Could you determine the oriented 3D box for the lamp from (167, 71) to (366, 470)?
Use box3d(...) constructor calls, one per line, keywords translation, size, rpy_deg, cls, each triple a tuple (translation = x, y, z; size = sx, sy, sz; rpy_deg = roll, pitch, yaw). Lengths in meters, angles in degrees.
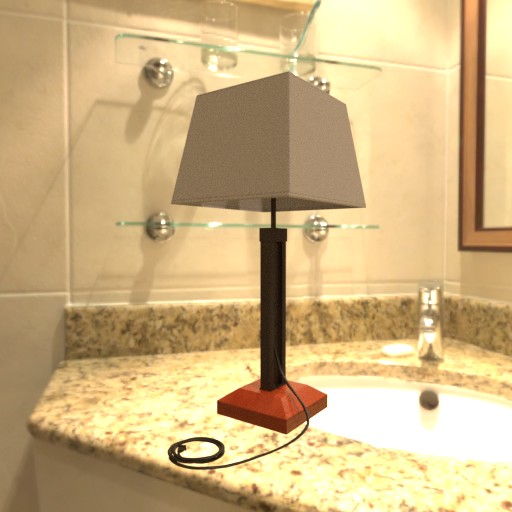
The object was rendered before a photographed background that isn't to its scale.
box3d(translation=(0.000, 0.000, 0.981), size=(0.310, 0.737, 0.498), rpy_deg=(1, 3, 36), cls="lamp")
